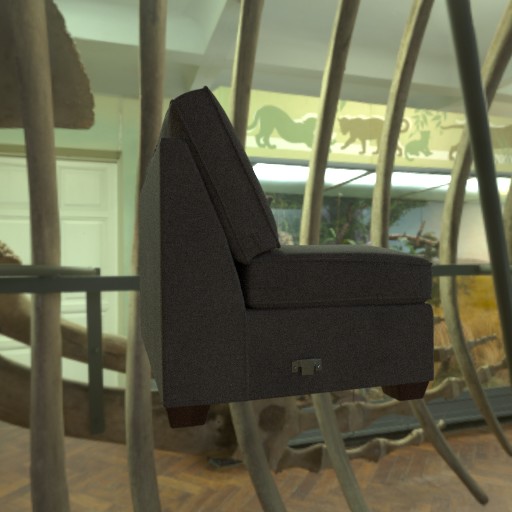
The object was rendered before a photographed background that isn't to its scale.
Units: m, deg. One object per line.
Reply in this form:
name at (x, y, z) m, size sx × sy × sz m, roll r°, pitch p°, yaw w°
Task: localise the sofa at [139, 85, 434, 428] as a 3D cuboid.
sofa at (0.000, 0.000, 1.974) m, size 0.951 × 1.008 × 1.237 m, roll 0°, pitch 0°, yaw -17°
